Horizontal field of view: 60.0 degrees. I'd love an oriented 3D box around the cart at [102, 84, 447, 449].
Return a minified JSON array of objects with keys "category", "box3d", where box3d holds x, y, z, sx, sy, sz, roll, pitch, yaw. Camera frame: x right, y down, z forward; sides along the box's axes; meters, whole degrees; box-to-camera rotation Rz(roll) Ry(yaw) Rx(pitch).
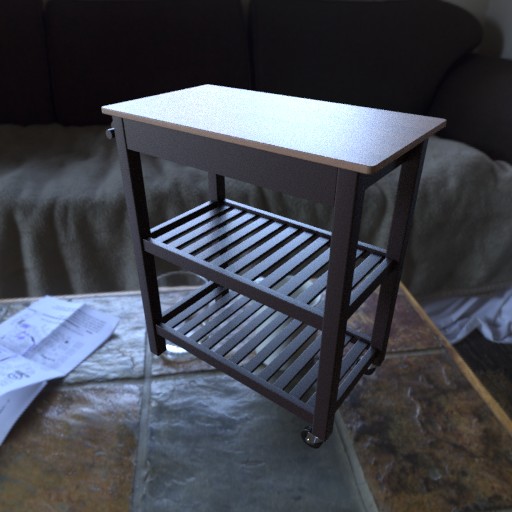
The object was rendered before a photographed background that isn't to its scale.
[{"category":"cart","box3d":[0.000,0.000,1.458,0.899,0.927,0.457,21,37,31]}]
